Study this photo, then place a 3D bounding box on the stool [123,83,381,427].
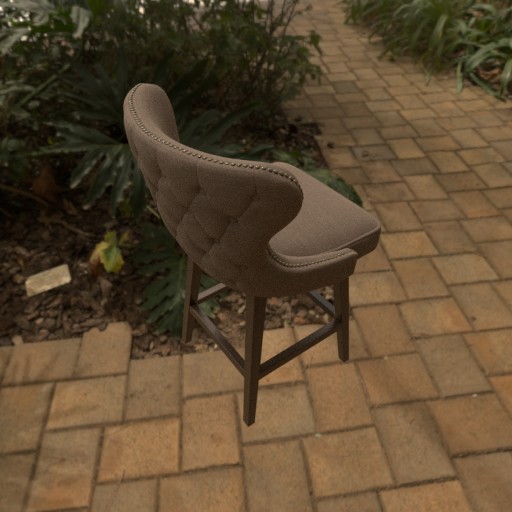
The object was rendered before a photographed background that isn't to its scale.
[{"bbox_3d":[0.000,0.000,1.356,0.597,0.972,0.615,-25,47,-26],"label":"stool"}]
